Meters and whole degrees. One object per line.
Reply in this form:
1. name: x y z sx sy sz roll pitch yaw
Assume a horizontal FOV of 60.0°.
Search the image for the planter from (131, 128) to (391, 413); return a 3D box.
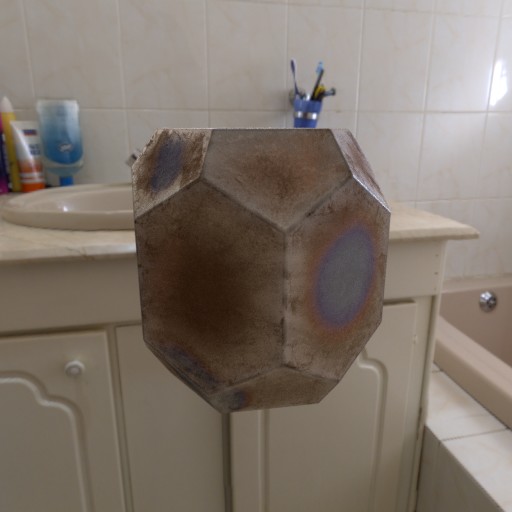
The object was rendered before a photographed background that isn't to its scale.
1. planter: 0.000 0.000 0.429 0.221 0.238 0.243 -3 16 -9
